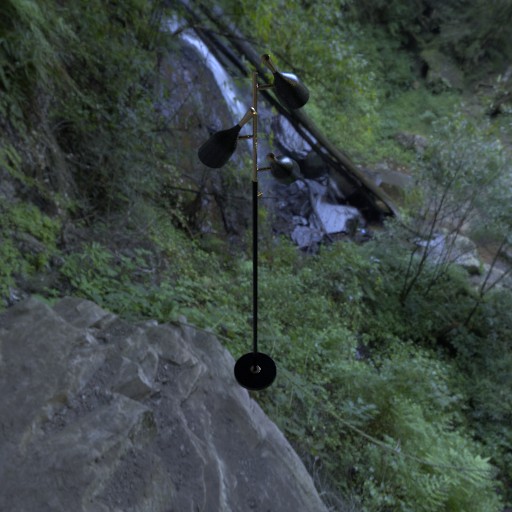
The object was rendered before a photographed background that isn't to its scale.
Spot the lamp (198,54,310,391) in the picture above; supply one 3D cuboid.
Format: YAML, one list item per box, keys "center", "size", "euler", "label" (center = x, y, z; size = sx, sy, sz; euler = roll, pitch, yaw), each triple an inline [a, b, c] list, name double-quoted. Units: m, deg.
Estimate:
- center: [0.000, 0.000, 2.027]
  size: [0.434, 1.778, 0.253]
  euler: [-12, 42, -14]
  label: "lamp"
